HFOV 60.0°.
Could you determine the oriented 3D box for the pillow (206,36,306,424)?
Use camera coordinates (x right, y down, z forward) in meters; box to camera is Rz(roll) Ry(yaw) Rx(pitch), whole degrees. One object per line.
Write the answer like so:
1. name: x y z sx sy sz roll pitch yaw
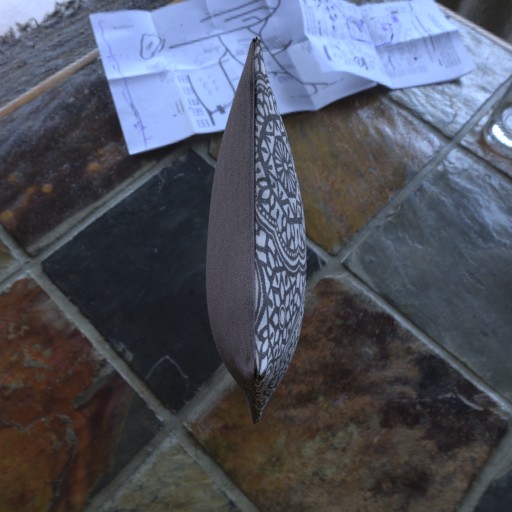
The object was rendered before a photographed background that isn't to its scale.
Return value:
1. pillow: 0.000 0.000 0.658 0.148 0.417 0.436 0 64 0
